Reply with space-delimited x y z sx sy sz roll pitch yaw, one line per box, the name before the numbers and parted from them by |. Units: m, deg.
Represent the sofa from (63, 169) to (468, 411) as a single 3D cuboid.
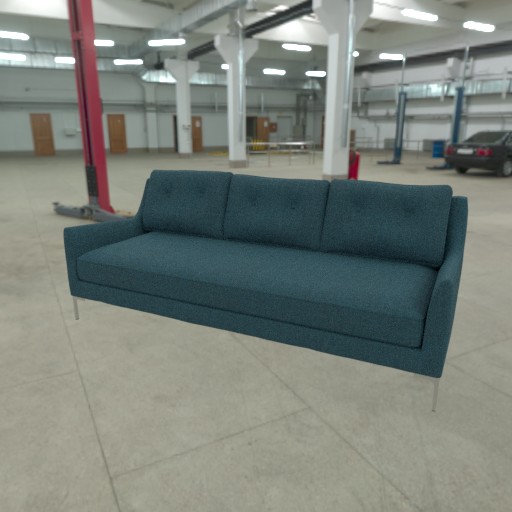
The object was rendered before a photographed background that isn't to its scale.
sofa | 0.000 0.000 2.450 2.060 0.837 0.849 8 18 25
